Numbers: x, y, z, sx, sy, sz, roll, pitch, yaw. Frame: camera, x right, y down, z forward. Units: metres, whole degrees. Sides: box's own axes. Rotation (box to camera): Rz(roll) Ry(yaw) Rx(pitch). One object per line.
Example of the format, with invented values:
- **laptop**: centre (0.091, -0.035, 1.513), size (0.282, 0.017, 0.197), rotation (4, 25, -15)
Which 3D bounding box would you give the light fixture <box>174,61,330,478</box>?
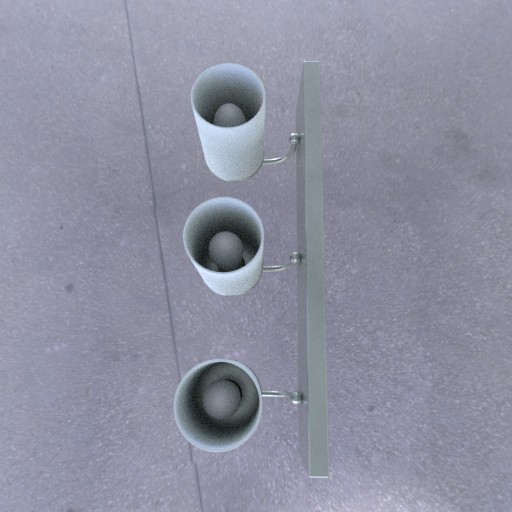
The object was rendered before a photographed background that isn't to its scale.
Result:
- **light fixture**: centre (0.000, 0.000, 0.517), size (0.145, 0.172, 0.451), rotation (1, 76, 0)
